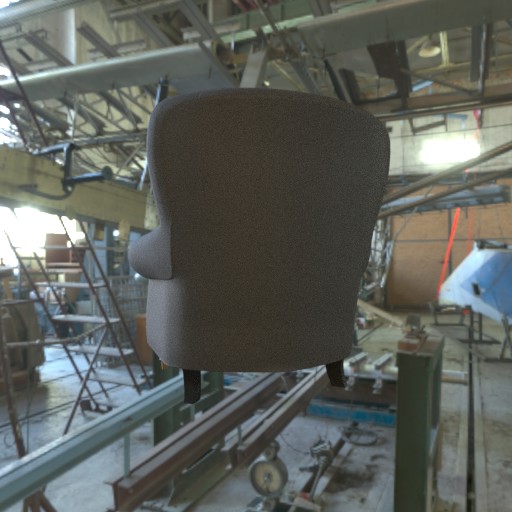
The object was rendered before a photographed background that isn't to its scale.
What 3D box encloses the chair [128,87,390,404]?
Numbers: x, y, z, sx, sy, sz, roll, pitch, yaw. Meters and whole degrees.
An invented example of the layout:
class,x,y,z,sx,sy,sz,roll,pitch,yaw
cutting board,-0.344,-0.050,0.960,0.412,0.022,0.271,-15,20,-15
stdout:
class,x,y,z,sx,sy,sz,roll,pitch,yaw
chair,0.000,0.000,1.827,0.983,1.046,0.983,0,-1,-20
